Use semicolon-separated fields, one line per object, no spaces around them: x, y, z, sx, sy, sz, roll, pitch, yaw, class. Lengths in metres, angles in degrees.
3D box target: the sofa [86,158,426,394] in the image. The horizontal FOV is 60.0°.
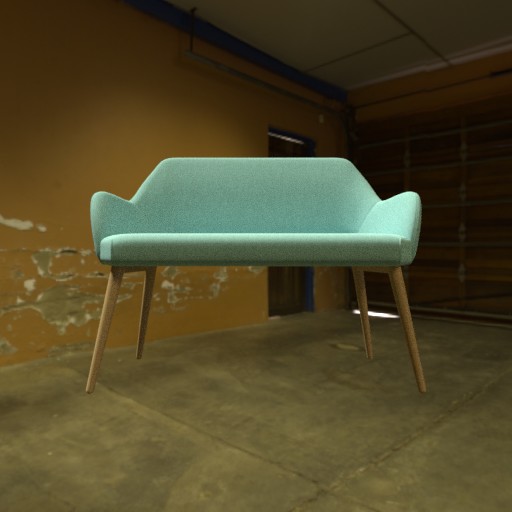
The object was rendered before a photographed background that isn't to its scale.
0.000;0.000;1.627;1.150;0.840;0.610;0;0;0;sofa
